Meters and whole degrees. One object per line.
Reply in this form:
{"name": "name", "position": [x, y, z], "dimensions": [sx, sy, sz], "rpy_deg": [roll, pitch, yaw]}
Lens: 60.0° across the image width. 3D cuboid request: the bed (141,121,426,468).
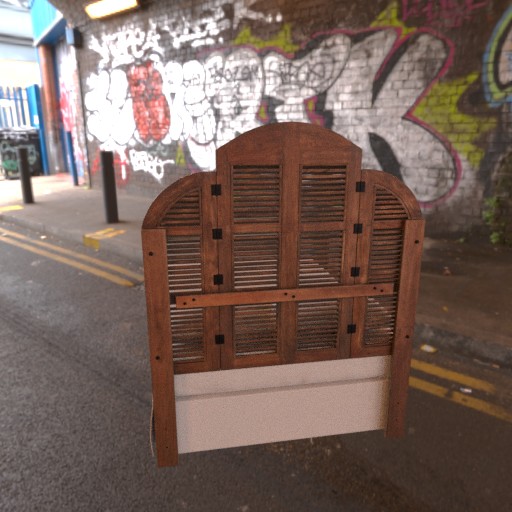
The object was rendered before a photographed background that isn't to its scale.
{"name": "bed", "position": [0.000, 0.000, 3.563], "dimensions": [1.713, 2.019, 2.138], "rpy_deg": [-3, 16, -10]}
